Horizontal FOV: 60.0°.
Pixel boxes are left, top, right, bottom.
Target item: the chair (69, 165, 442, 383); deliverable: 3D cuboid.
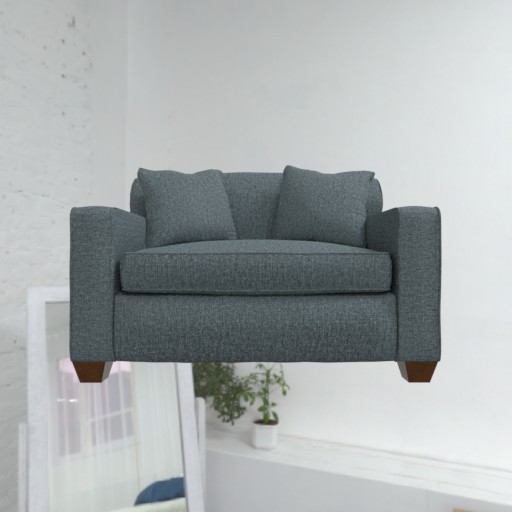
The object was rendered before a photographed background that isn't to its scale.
[{"bbox_3d":[0.000,0.000,2.077,1.383,0.948,1.000,0,0,0],"label":"chair"}]
